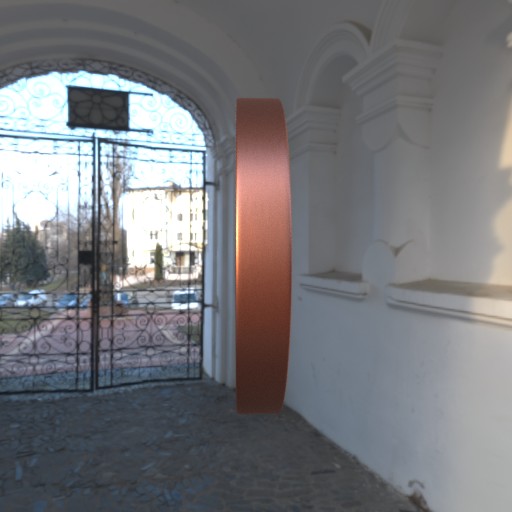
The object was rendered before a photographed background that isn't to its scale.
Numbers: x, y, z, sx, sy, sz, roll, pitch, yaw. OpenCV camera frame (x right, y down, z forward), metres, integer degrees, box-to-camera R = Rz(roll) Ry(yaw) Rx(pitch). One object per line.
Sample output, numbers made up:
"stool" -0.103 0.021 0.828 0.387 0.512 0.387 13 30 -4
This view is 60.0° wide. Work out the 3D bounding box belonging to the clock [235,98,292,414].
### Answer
"clock" 0.000 0.000 0.467 0.040 0.313 0.313 0 1 -2
